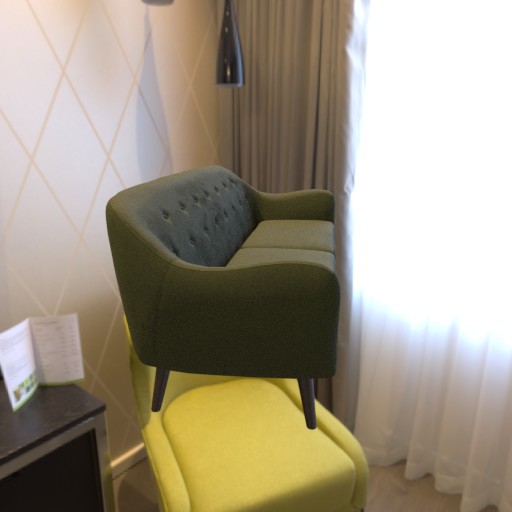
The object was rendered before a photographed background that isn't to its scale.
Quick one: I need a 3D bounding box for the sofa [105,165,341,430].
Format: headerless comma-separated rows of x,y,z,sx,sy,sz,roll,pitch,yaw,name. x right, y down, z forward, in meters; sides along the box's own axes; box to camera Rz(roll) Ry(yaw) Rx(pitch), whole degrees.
0.000,0.000,2.266,0.820,0.836,1.840,3,16,9,sofa
